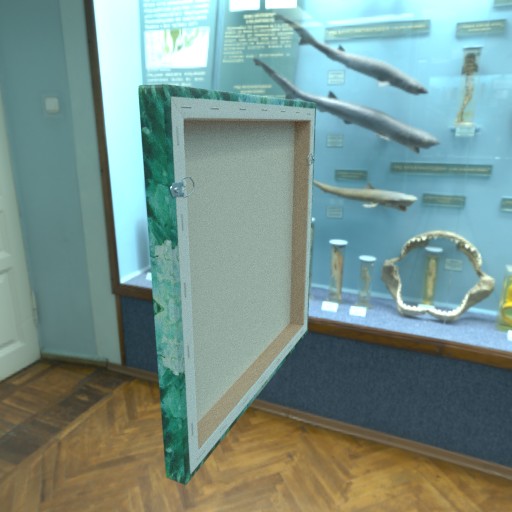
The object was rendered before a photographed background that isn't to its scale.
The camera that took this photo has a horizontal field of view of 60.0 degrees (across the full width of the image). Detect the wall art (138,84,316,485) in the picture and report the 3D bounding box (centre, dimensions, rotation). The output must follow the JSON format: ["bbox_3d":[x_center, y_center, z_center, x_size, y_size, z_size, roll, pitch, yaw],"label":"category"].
[{"bbox_3d":[0.000,0.000,0.749,0.038,0.508,0.507,8,18,24],"label":"wall art"}]
